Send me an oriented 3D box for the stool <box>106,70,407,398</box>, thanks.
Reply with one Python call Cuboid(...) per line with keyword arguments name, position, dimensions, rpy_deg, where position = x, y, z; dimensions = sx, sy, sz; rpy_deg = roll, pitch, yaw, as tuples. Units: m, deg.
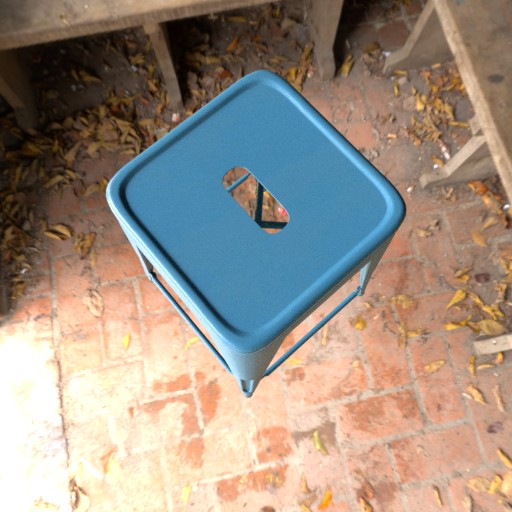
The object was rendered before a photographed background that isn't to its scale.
Cuboid(name="stool", position=(0.000, 0.000, 0.876), dimensions=(0.410, 0.608, 0.410), rpy_deg=(-40, 79, -9))
